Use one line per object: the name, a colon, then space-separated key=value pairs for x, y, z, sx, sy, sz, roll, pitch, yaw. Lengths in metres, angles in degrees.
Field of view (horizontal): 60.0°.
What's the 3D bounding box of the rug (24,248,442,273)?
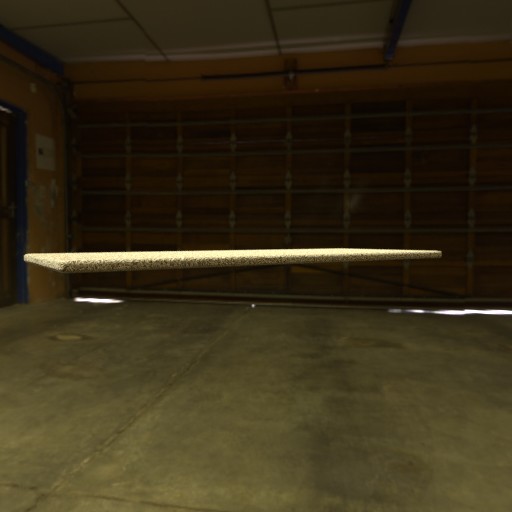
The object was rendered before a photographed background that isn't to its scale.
rug: x=0.000 y=0.000 z=1.707 sx=1.524 sy=0.030 sz=0.609 roll=-2 pitch=3 yaw=-35
